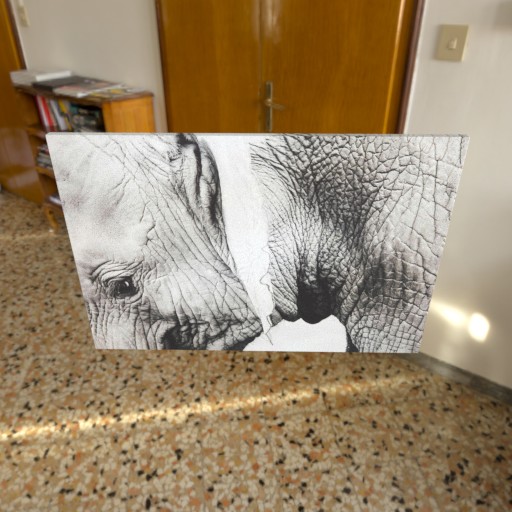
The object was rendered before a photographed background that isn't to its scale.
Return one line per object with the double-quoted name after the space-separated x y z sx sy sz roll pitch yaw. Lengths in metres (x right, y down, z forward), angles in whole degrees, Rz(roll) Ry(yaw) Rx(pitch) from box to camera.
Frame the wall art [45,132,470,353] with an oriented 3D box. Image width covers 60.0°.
0.000 0.000 1.113 0.914 0.607 0.023 1 30 1 "wall art"
